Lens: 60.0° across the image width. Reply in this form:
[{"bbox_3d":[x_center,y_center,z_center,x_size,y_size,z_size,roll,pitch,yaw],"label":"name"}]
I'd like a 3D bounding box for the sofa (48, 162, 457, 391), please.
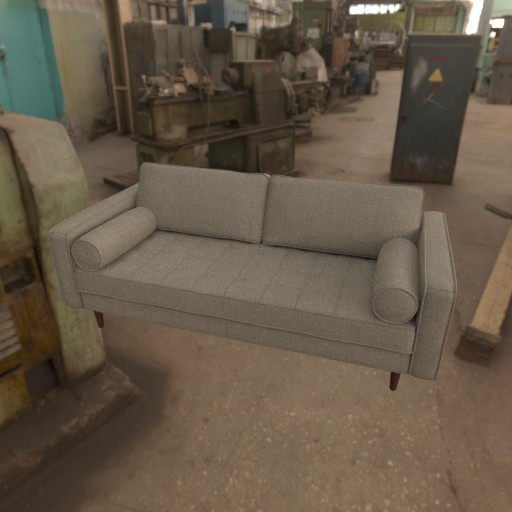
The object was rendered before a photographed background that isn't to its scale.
[{"bbox_3d":[0.000,0.000,2.342,1.879,0.762,0.914,8,27,16],"label":"sofa"}]
